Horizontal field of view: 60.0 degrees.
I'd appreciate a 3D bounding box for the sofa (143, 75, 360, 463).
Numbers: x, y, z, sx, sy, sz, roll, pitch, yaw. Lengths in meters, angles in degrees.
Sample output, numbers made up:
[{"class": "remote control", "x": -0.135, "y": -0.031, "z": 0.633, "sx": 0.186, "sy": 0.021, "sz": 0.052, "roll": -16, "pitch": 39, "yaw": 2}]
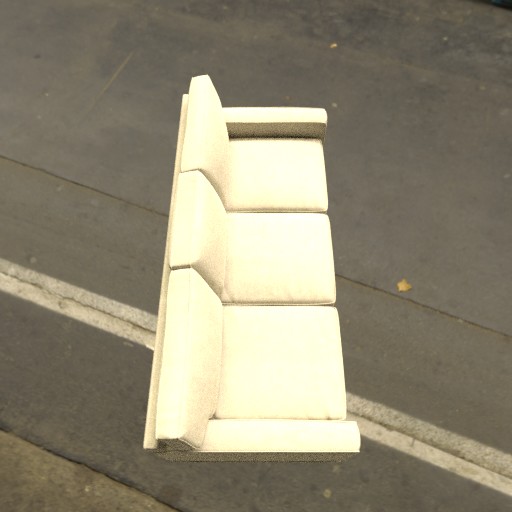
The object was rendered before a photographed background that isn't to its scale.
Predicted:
[{"class": "sofa", "x": 0.000, "y": 0.000, "z": 2.527, "sx": 0.936, "sy": 0.862, "sz": 2.093, "roll": 0, "pitch": 62, "yaw": 0}]
